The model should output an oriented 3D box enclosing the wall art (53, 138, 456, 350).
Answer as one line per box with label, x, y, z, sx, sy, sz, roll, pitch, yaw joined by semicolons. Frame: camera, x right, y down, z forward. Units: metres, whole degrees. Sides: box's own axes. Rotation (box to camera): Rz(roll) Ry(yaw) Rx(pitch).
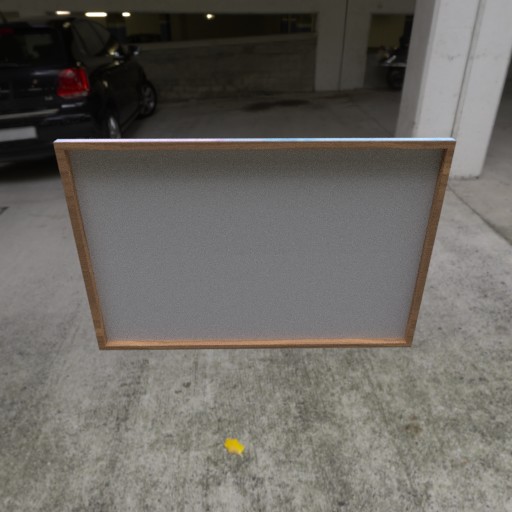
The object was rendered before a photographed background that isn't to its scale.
wall art;0.000;0.000;0.768;0.604;0.402;0.018;0;29;-1
